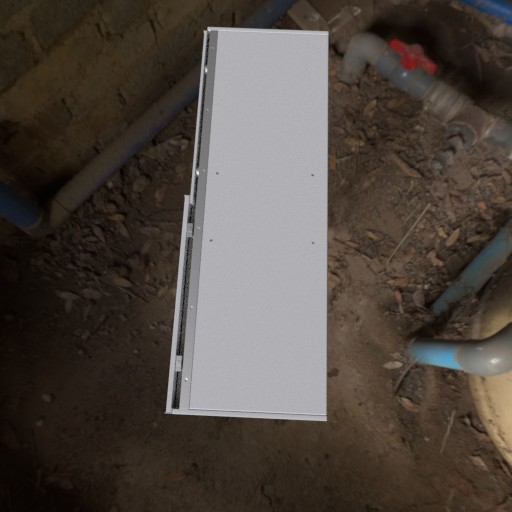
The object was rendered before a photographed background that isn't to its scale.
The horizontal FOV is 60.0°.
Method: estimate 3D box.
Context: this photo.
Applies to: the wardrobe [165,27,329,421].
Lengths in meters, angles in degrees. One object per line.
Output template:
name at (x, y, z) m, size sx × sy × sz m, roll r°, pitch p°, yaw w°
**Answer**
wardrobe at (0.000, 0.000, 2.875) m, size 0.629 × 1.960 × 1.780 m, roll 2°, pitch 76°, yaw 1°
